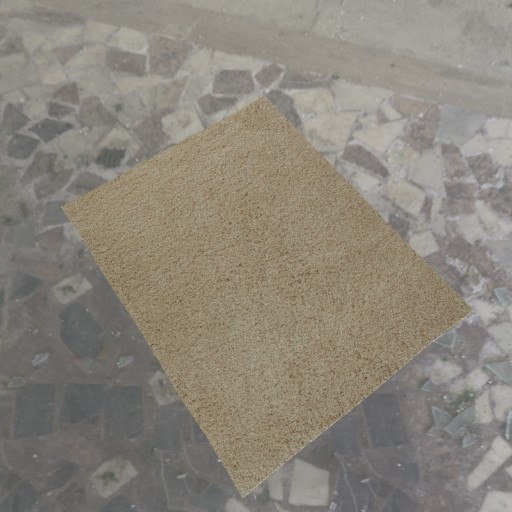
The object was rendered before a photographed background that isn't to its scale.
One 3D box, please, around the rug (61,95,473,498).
[{"bbox_3d":[0.000,0.000,3.993,2.400,0.025,3.000,-33,69,-14],"label":"rug"}]
